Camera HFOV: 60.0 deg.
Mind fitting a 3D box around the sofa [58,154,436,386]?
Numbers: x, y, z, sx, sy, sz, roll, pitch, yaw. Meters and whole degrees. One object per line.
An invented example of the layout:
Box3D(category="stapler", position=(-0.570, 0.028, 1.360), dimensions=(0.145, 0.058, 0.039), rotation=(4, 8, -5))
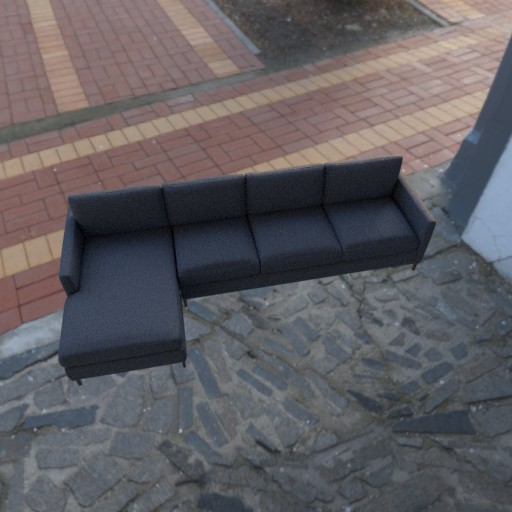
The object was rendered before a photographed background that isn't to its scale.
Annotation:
Box3D(category="sofa", position=(0.000, 0.000, 2.938), dimensions=(2.445, 0.673, 1.125), rotation=(-9, 48, -8))
